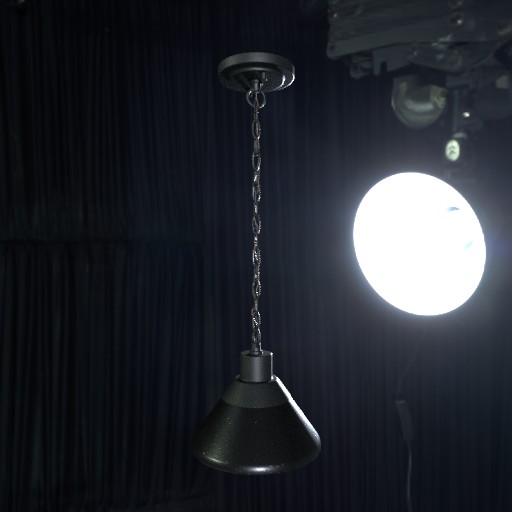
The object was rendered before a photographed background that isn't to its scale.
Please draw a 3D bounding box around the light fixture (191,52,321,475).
[{"bbox_3d":[0.000,0.000,0.697,0.201,0.588,0.201,0,-1,-19],"label":"light fixture"}]
